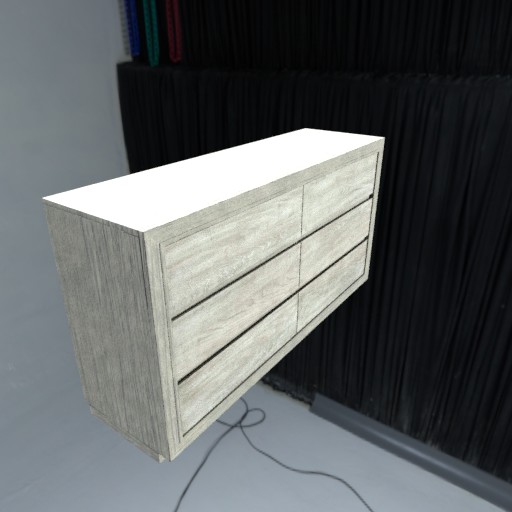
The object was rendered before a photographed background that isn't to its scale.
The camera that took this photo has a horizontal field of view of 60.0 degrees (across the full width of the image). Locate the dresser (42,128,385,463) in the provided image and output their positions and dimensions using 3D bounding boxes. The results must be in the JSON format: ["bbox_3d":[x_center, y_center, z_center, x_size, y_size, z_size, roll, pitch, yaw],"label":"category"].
[{"bbox_3d":[0.000,0.000,2.051,0.483,0.889,1.628,18,30,32],"label":"dresser"}]
